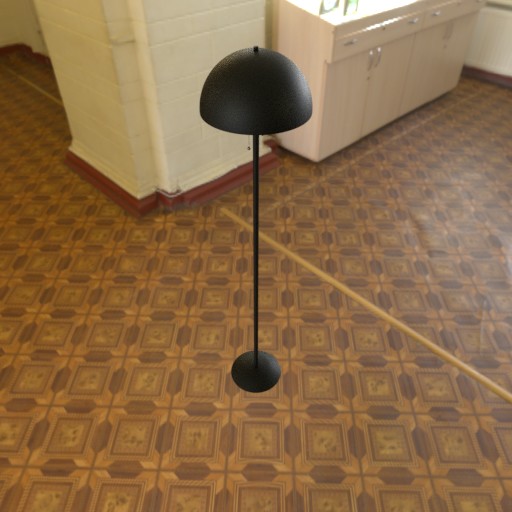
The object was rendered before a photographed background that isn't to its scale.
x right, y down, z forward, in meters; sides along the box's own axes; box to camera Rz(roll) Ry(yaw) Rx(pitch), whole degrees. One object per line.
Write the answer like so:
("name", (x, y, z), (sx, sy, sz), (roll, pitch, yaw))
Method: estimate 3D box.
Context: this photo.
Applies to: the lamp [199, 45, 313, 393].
("lamp", (0.000, 0.000, 1.666), (0.328, 1.480, 0.328), (1, 41, 1))
